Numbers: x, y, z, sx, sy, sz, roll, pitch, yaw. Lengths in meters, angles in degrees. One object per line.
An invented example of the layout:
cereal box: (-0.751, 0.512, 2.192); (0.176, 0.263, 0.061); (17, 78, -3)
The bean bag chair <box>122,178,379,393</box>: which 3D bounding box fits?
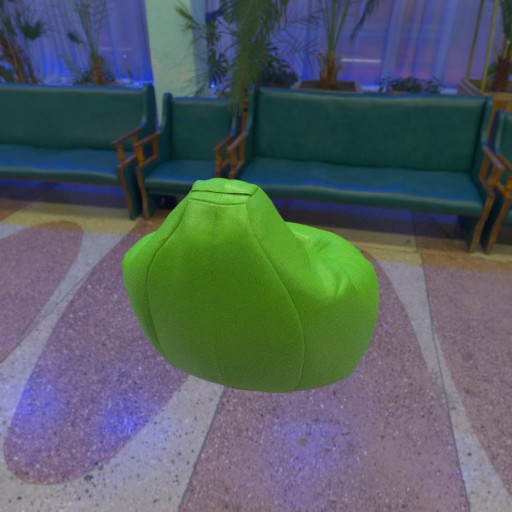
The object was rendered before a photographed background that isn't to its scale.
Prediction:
bean bag chair: (0.000, 0.000, 1.887); (1.070, 0.990, 1.070); (8, 33, 12)
